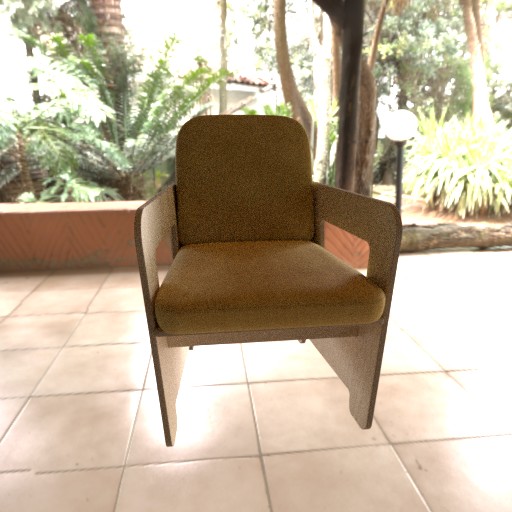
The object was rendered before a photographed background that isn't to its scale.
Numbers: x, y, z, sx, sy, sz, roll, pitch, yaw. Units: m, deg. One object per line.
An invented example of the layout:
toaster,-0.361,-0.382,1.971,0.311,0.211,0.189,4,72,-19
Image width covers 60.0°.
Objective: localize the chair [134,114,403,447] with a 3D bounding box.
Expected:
chair,0.000,0.000,1.273,0.590,0.800,0.710,-2,15,-7
